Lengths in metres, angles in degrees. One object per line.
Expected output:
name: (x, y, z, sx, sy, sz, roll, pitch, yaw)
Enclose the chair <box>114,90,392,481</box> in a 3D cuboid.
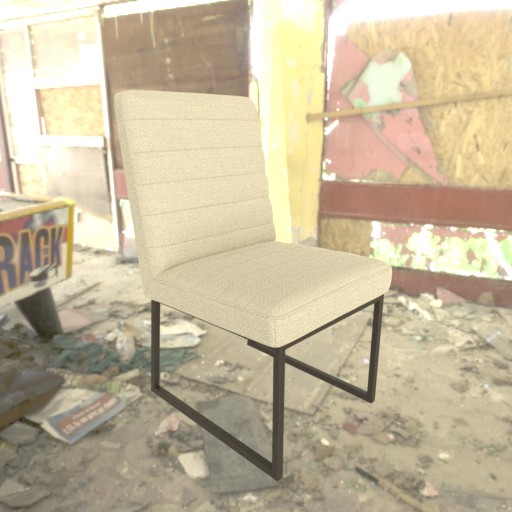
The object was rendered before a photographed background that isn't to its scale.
chair: (0.000, 0.000, 1.310, 0.634, 0.930, 0.520, 15, 22, 42)
